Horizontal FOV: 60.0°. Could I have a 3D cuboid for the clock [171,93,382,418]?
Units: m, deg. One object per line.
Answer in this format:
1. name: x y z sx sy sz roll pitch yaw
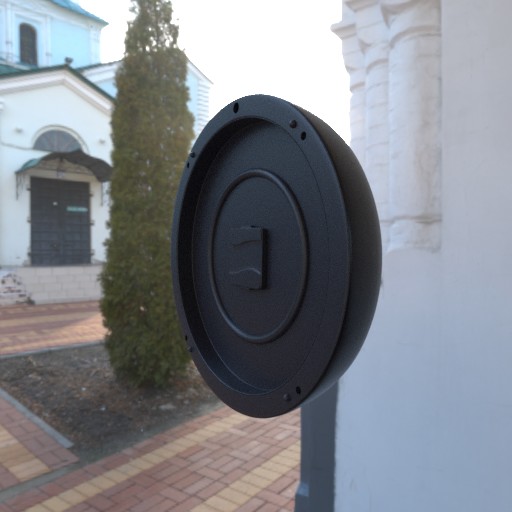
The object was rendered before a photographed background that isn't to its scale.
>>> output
1. clock: 0.000 0.000 0.441 0.060 0.300 0.300 -1 2 -35
